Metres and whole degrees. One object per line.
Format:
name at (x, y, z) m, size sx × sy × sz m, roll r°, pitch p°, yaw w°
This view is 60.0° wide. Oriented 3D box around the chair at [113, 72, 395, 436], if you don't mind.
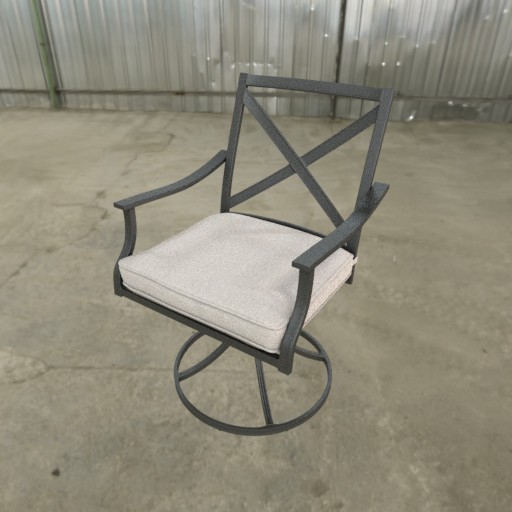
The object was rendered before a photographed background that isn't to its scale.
chair at (0.000, 0.000, 1.289) m, size 0.575 × 0.889 × 0.620 m, roll 19°, pitch 35°, yaw 28°
